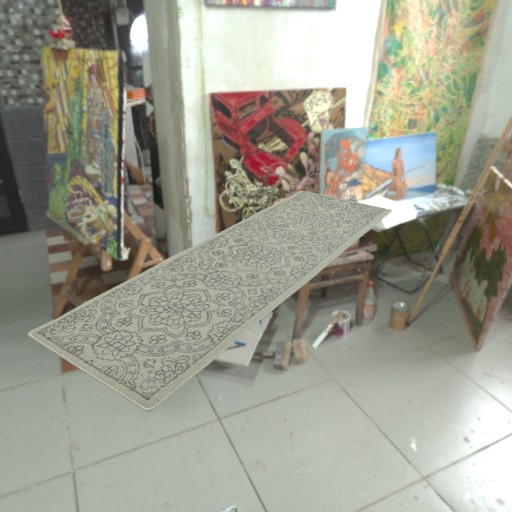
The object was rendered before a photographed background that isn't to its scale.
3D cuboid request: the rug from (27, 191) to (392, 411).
[{"bbox_3d":[0.000,0.000,2.649,0.806,0.006,2.431,18,32,31],"label":"rug"}]
